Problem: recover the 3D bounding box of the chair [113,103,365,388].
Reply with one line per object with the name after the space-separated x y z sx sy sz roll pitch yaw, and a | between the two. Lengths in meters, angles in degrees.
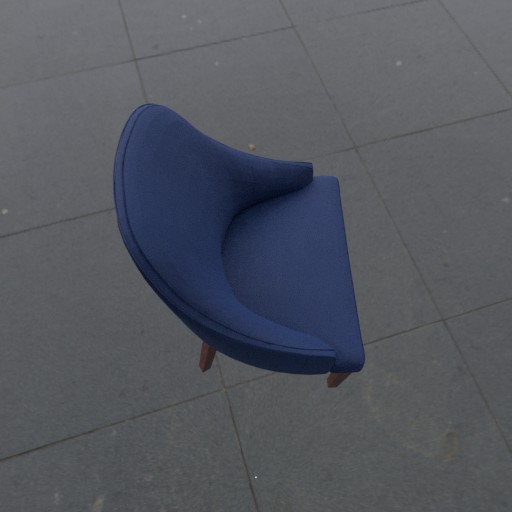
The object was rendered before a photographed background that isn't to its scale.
0.000 0.000 1.277 0.575 0.889 0.643 -2 63 -1 | chair
